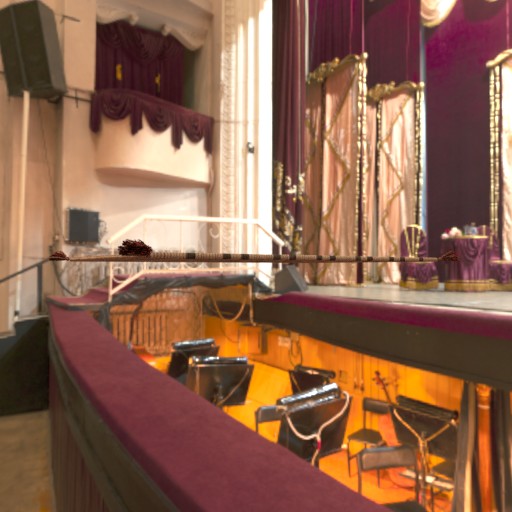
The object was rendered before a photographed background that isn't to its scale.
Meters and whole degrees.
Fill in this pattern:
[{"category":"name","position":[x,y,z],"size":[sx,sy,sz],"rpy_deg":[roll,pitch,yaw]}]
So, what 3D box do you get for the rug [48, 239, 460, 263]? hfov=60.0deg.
[{"category":"rug","position":[0.000,0.000,2.639],"size":[2.069,0.067,1.444],"rpy_deg":[1,-2,-36]}]
